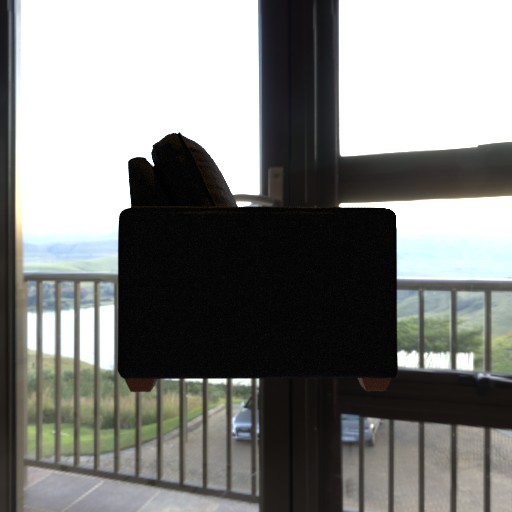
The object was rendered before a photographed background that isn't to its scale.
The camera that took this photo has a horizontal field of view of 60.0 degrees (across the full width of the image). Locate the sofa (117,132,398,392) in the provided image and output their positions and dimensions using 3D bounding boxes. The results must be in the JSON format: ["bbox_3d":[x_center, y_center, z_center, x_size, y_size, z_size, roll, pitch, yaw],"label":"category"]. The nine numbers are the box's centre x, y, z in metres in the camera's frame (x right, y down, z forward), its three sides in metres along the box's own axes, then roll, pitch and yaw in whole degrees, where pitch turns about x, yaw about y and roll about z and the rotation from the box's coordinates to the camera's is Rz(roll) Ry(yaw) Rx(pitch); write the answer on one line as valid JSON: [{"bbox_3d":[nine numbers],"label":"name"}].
[{"bbox_3d":[0.000,0.000,2.285,0.947,0.918,1.709,0,0,-1],"label":"sofa"}]
